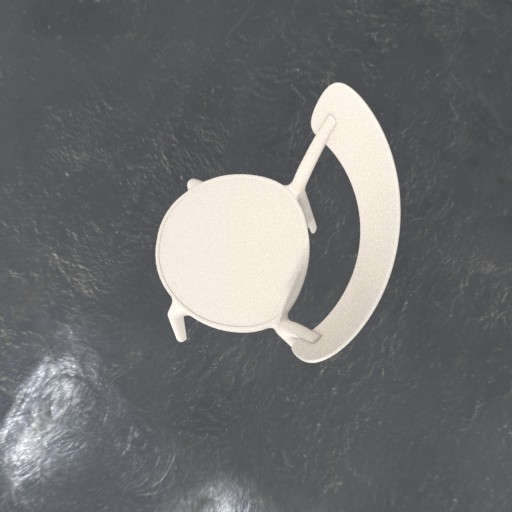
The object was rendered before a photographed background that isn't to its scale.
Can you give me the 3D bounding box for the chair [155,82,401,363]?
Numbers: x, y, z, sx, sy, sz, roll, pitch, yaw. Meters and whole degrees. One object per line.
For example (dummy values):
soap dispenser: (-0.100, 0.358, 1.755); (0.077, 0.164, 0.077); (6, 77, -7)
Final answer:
chair: (0.000, 0.000, 1.134); (0.491, 0.790, 0.506); (6, 77, 1)
